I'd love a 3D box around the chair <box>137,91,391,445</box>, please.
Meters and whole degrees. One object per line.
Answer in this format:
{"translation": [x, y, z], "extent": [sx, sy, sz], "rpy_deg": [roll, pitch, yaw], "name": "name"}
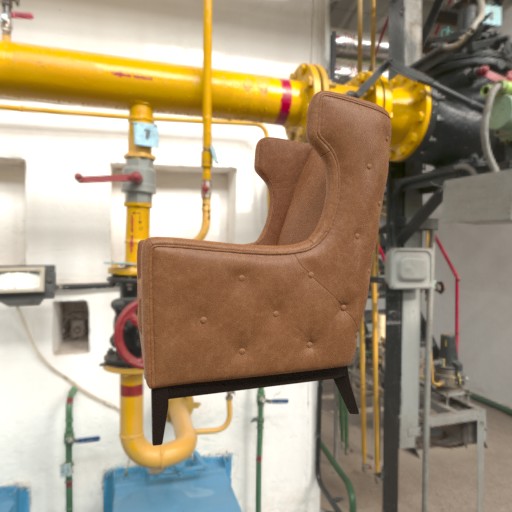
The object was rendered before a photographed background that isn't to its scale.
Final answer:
{"translation": [0.000, 0.000, 1.717], "extent": [0.899, 1.079, 0.766], "rpy_deg": [0, 1, -16], "name": "chair"}
